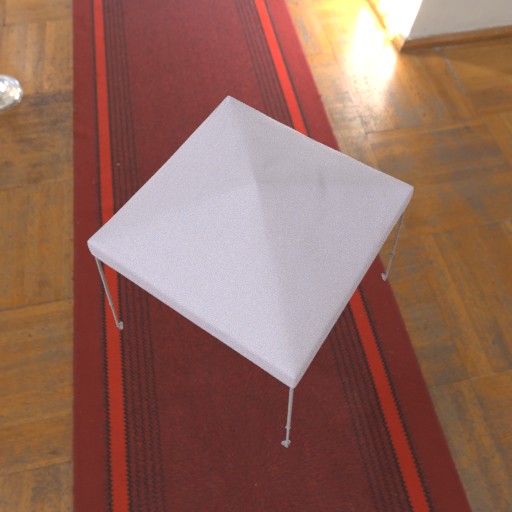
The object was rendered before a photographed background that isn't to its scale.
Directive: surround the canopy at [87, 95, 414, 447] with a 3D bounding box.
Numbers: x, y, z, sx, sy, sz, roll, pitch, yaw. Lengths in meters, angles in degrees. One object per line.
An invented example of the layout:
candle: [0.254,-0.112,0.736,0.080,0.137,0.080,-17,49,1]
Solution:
canopy: [0.000,0.000,5.209,2.849,2.850,2.850,31,67,15]
